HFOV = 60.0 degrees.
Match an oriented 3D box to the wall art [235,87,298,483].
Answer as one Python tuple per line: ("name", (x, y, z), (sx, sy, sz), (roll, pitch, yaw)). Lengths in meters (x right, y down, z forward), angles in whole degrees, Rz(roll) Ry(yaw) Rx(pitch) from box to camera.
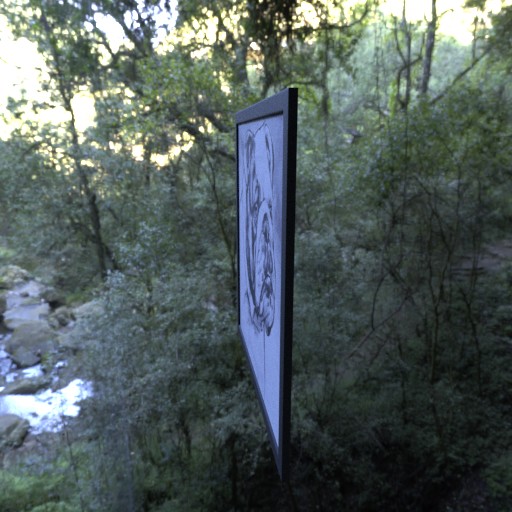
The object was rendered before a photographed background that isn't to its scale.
("wall art", (0.000, 0.000, 0.862), (0.012, 0.558, 0.562), (-2, 15, -9))
